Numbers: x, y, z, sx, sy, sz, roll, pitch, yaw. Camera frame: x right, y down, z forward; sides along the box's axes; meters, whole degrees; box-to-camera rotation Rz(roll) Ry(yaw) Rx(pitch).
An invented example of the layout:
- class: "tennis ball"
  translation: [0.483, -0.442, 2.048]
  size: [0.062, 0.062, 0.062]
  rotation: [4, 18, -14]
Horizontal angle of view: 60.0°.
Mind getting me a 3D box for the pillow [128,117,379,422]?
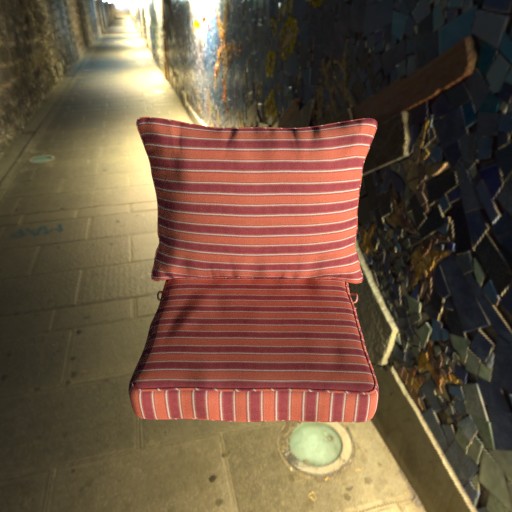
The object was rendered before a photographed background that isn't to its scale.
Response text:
- class: "pillow"
  translation: [0.000, 0.000, 1.383]
  size: [0.799, 0.723, 0.733]
  rotation: [0, 30, 1]
